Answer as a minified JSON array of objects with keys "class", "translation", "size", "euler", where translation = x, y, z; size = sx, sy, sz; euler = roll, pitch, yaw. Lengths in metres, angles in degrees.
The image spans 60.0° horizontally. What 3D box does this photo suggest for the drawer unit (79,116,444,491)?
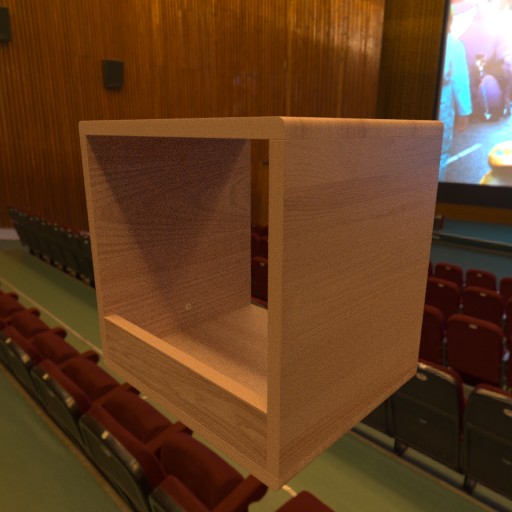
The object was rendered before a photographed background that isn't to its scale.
[{"class":"drawer unit","translation":[0.000,0.000,0.590],"size":[0.344,0.344,0.290],"euler":[15,22,42]}]
